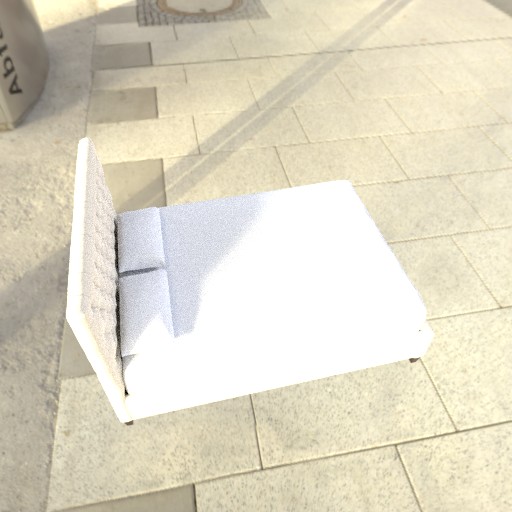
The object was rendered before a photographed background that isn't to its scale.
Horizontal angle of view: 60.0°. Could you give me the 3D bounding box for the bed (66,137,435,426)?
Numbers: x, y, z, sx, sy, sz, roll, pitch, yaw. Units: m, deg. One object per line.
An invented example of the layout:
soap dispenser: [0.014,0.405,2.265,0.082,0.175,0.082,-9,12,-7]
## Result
bed: [0.000,0.000,3.479,2.387,1.427,1.698,-10,48,-9]
